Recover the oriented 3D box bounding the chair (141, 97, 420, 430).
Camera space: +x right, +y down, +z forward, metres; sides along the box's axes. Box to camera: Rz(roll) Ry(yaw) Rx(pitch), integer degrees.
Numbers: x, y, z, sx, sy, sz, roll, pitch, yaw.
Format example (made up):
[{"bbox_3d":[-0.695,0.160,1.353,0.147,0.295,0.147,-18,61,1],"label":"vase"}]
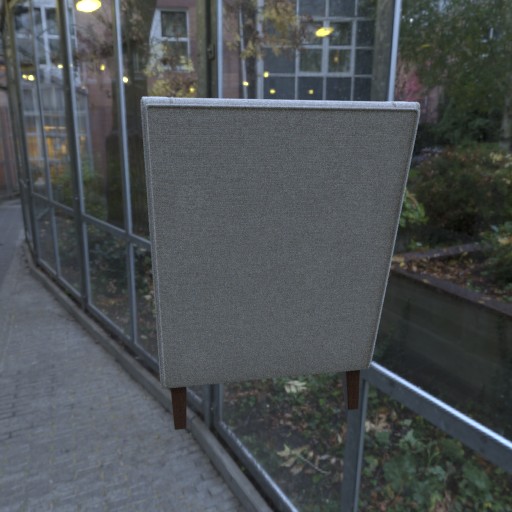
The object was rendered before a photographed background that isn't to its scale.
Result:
[{"bbox_3d":[0.000,0.000,1.725,0.764,1.082,0.948,-3,14,-10],"label":"chair"}]
